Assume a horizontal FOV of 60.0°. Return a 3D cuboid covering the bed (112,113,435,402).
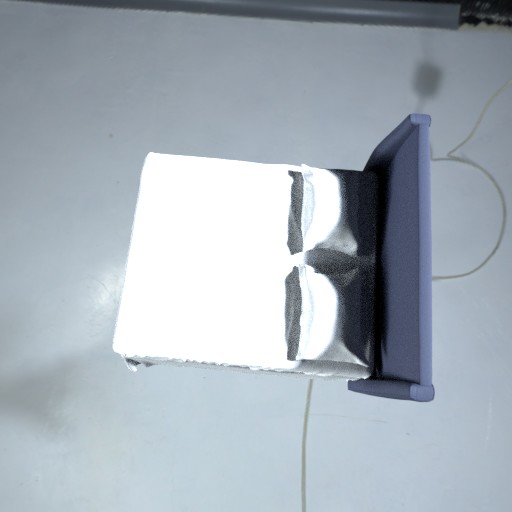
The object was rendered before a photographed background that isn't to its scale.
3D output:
[{"bbox_3d":[0.000,0.000,3.461,2.276,1.332,1.925,5,75,1],"label":"bed"}]
